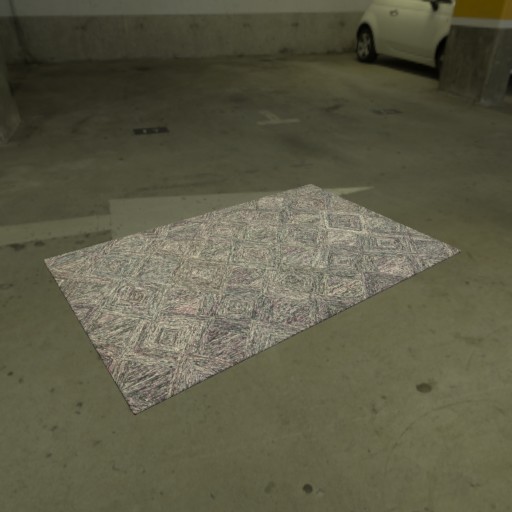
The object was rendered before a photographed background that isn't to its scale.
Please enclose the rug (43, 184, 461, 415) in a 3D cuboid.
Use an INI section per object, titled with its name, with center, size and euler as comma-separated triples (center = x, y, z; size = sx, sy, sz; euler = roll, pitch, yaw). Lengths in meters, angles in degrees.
[rug]
center = 0.000, 0.000, 2.907
size = 2.298, 0.017, 1.501
euler = -20, 36, -30
